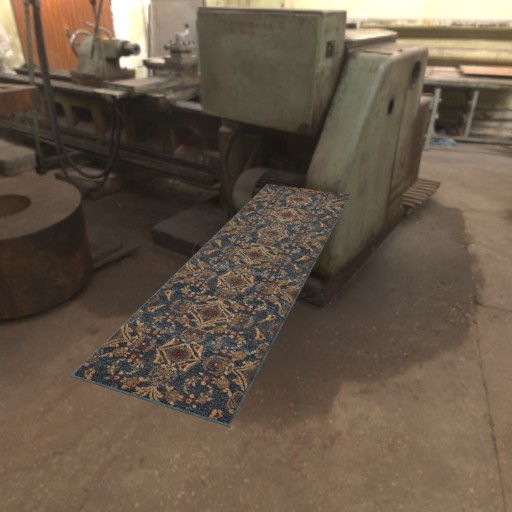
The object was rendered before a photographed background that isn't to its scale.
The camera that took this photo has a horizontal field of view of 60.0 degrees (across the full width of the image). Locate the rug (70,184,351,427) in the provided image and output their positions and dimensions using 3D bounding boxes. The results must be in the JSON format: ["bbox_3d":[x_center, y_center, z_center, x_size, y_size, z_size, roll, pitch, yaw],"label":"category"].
[{"bbox_3d":[0.000,0.000,2.554,0.685,0.014,2.292,11,31,18],"label":"rug"}]
